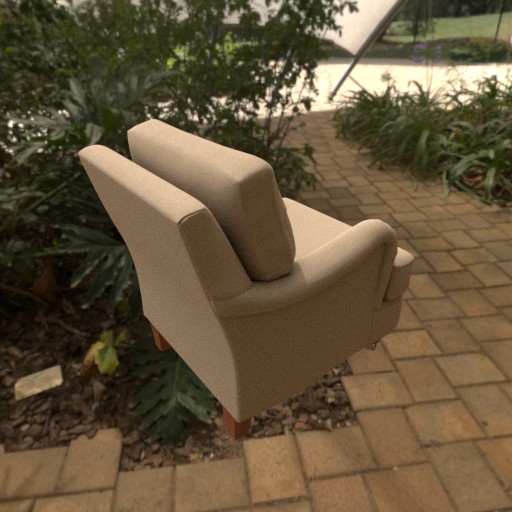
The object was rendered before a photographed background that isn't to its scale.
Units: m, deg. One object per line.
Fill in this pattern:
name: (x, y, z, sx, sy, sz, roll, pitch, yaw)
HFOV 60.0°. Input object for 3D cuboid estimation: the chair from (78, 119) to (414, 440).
chair: (0.000, 0.000, 1.872, 1.078, 1.076, 0.895, -19, 33, -31)
